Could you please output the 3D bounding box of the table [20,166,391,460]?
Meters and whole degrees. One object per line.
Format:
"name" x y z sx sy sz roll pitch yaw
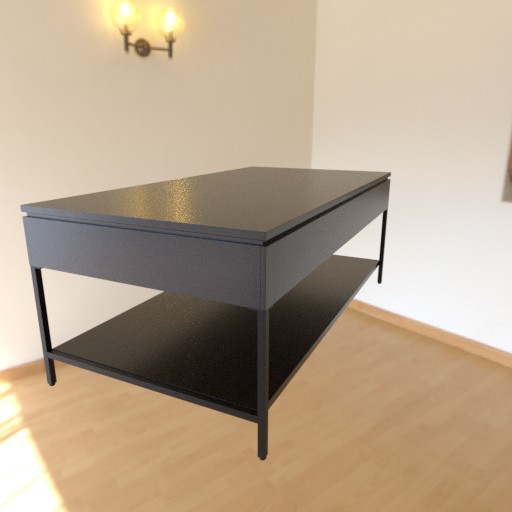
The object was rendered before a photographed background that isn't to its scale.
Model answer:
"table" 0.000 0.000 1.348 0.574 0.435 1.095 8 18 25
